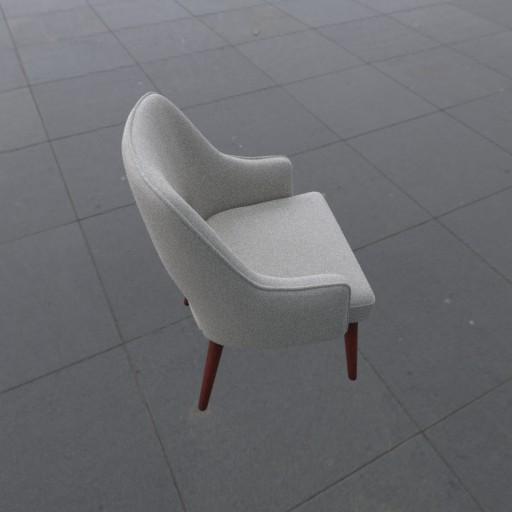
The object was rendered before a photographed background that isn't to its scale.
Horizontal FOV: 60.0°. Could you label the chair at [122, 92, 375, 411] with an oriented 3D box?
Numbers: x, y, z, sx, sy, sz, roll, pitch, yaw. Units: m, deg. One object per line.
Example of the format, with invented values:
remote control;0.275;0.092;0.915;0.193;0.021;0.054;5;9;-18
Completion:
chair;0.000;0.000;1.251;0.580;0.840;0.560;-9;47;-9
